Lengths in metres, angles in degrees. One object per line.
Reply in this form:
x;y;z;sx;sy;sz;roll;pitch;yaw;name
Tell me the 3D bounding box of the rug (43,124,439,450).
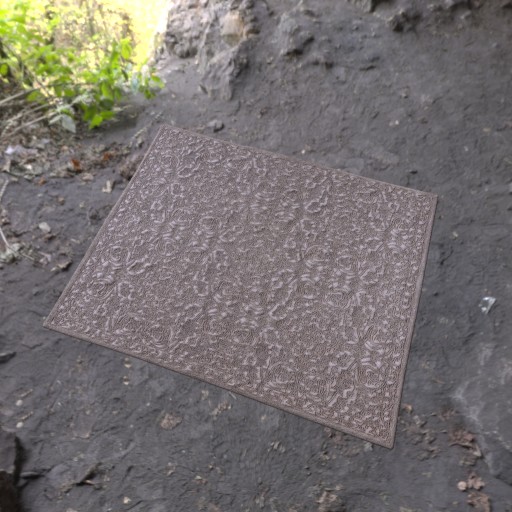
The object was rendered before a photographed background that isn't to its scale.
0.000;0.000;4.101;3.017;0.035;2.472;17;63;9;rug
